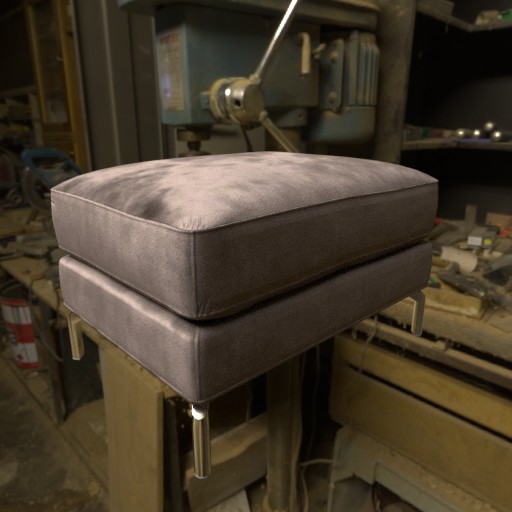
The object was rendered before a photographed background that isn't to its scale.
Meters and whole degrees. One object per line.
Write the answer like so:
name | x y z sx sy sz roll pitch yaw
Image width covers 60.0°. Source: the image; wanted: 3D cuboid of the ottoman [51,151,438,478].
ottoman | 0.000 0.000 1.019 0.719 0.456 0.520 -16 23 -41
